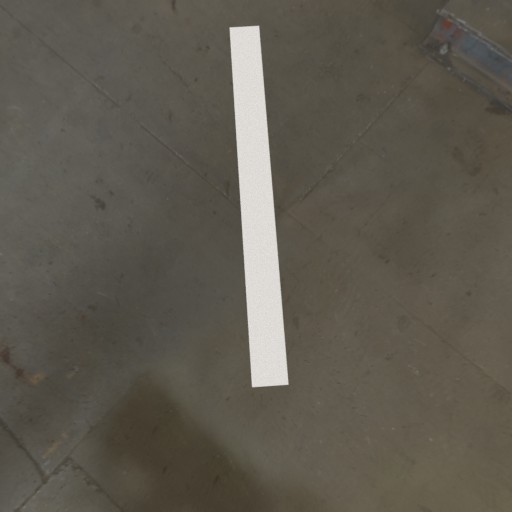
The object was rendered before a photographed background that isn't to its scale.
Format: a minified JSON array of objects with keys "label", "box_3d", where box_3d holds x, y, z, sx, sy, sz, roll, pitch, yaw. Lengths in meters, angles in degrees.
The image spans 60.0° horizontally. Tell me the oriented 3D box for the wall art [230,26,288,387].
[{"label":"wall art","box_3d":[0.000,0.000,0.840,0.038,0.657,0.450,-4,76,-1]}]
